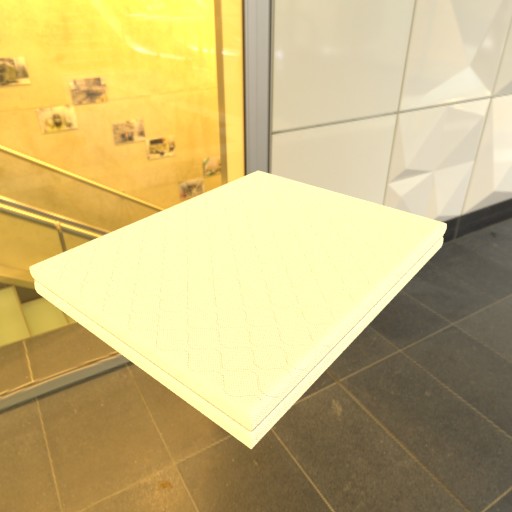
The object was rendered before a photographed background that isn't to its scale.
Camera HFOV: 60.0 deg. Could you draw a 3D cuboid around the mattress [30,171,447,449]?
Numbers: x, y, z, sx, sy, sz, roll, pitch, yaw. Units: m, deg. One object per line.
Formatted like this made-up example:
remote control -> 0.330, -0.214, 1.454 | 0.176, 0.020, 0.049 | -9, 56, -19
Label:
mattress -> 0.000, 0.000, 2.706 | 1.600, 0.200, 2.000 | 23, 37, 33
